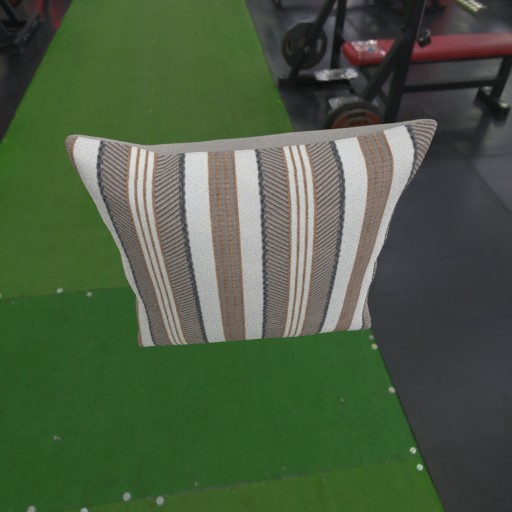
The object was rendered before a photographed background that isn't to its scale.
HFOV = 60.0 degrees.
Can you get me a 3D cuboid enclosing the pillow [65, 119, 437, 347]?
[{"bbox_3d":[0.000,0.000,0.631,0.416,0.401,0.173,-4,46,-4],"label":"pillow"}]
